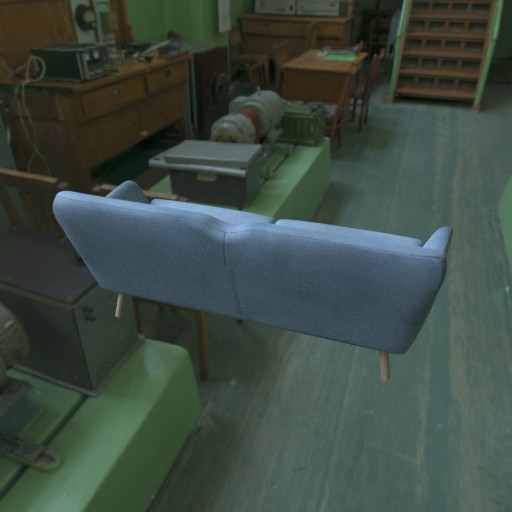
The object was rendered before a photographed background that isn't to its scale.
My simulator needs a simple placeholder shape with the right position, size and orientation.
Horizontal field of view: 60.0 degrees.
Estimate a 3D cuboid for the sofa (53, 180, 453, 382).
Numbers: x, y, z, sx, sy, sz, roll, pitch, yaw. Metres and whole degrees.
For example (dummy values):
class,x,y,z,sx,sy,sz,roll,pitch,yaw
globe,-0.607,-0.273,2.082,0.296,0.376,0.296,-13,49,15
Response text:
class,x,y,z,sx,sy,sz,roll,pitch,yaw
sofa,0.000,0.000,2.297,1.870,0.810,0.850,10,34,15
